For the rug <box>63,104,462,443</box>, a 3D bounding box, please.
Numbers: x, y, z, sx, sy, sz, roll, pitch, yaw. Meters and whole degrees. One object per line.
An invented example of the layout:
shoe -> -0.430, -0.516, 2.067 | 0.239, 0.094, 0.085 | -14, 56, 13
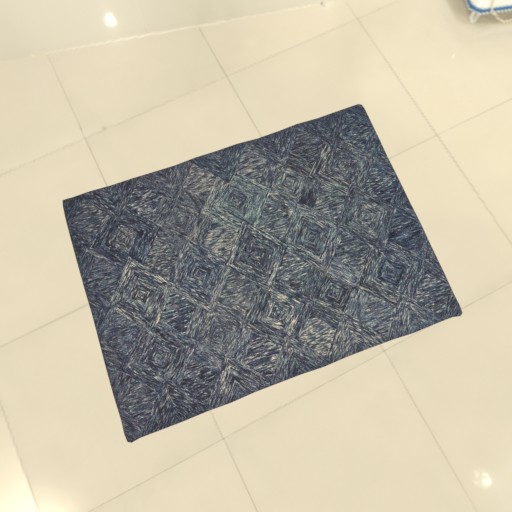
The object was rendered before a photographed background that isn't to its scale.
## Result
rug -> 0.000, 0.000, 4.243 | 3.245, 0.024, 2.385 | -20, 76, -5
